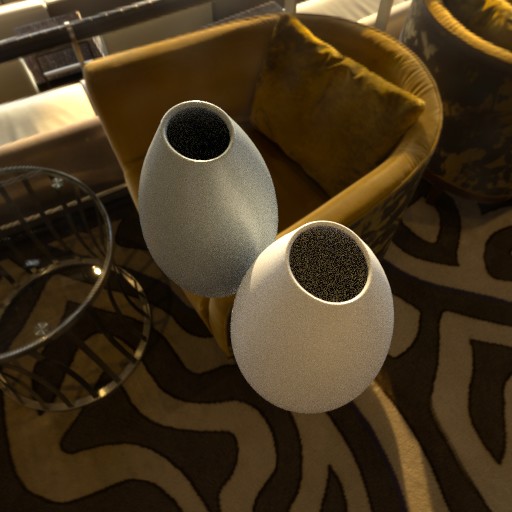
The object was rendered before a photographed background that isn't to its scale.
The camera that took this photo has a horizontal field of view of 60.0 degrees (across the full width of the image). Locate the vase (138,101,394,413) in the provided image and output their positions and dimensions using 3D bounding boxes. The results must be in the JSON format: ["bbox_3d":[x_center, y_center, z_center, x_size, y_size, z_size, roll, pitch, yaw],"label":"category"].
[{"bbox_3d":[0.000,0.000,0.259,0.089,0.131,0.187,-34,65,-18],"label":"vase"}]
